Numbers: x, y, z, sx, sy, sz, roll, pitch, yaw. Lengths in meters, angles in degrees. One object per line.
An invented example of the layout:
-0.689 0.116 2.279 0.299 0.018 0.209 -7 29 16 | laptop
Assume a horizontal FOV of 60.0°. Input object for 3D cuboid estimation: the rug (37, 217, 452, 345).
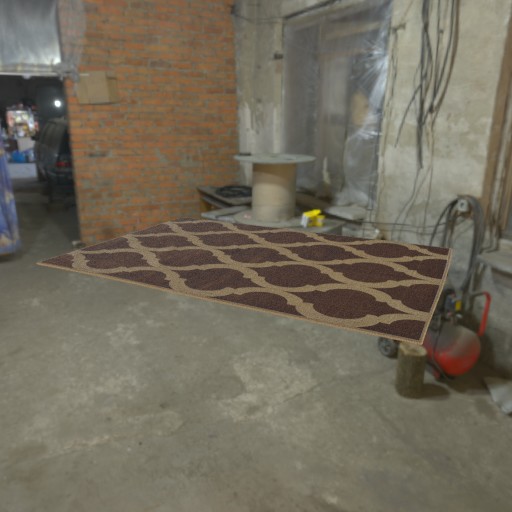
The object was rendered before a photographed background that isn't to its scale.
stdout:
0.000 0.000 2.902 2.290 0.014 1.526 9 19 26 | rug
